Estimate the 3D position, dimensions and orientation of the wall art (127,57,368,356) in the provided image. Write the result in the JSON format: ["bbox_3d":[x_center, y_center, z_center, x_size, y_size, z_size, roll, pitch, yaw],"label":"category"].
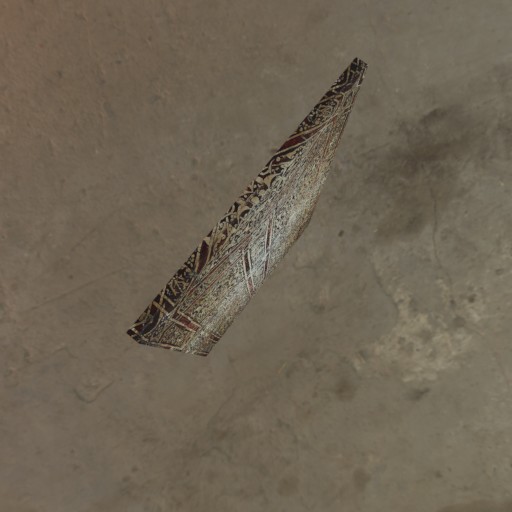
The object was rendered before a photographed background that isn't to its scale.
[{"bbox_3d":[0.000,0.000,1.150,0.030,0.904,0.599,37,79,9],"label":"wall art"}]
